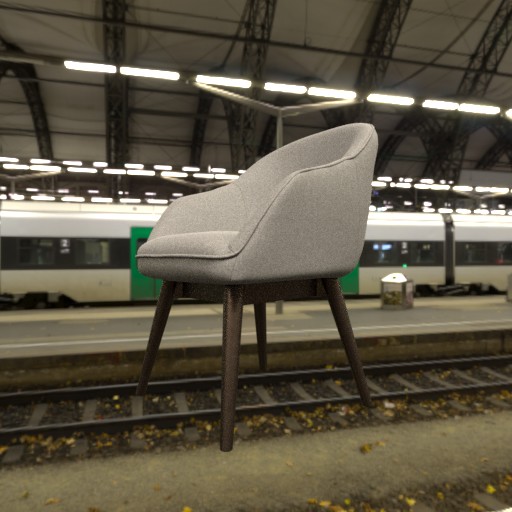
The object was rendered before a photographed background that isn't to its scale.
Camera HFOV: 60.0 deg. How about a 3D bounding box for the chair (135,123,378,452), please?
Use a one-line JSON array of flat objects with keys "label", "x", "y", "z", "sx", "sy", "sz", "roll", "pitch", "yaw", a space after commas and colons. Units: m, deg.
[{"label": "chair", "x": 0.000, "y": 0.000, "z": 1.263, "sx": 0.611, "sy": 0.810, "sz": 0.589, "roll": 0, "pitch": 0, "yaw": -37}]
